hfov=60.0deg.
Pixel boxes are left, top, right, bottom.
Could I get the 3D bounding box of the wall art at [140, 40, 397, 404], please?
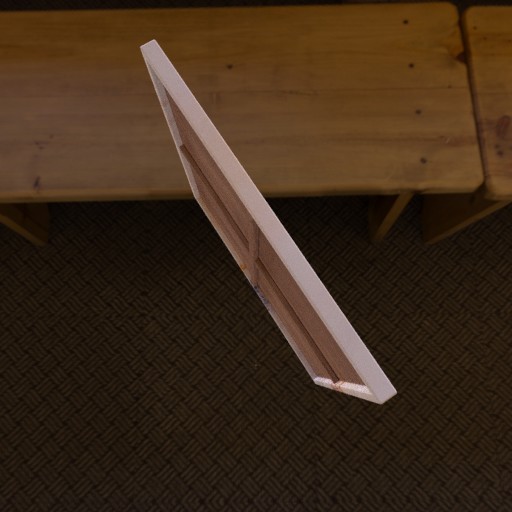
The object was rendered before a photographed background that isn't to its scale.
[{"bbox_3d":[0.000,0.000,1.318,0.038,0.889,0.889,-32,78,-7],"label":"wall art"}]
